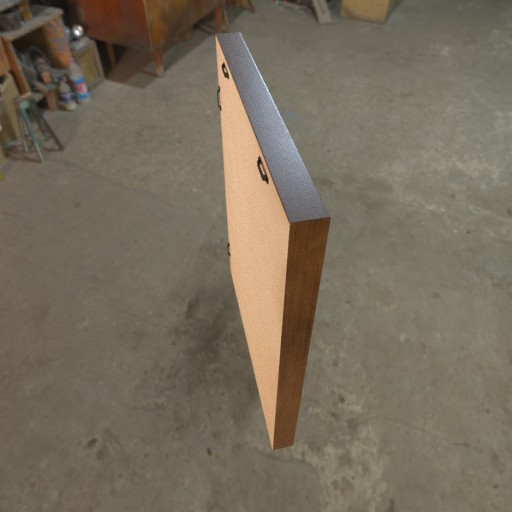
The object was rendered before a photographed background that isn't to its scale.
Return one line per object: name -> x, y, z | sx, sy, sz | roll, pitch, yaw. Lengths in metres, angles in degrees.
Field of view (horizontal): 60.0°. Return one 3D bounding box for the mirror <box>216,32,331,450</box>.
mirror -> 0.000, 0.000, 0.684 | 0.041, 0.509, 0.406 | -9, 48, -8
